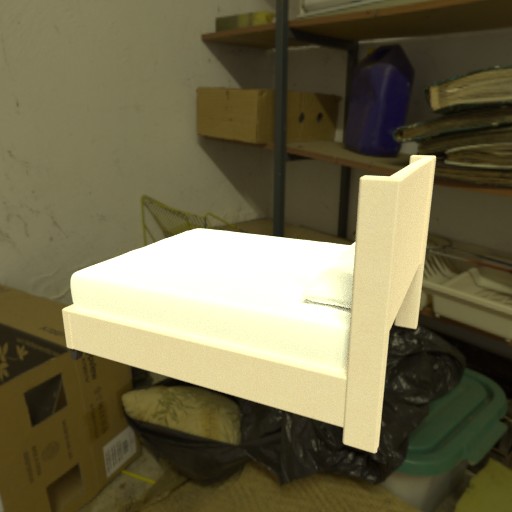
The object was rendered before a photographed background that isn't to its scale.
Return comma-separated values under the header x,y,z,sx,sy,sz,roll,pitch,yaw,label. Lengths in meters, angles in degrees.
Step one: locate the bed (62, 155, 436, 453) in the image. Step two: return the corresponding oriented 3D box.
x,y,z,sx,sy,sz,roll,pitch,yaw,label
0.000,0.000,3.411,2.293,1.471,1.778,8,18,25,bed
